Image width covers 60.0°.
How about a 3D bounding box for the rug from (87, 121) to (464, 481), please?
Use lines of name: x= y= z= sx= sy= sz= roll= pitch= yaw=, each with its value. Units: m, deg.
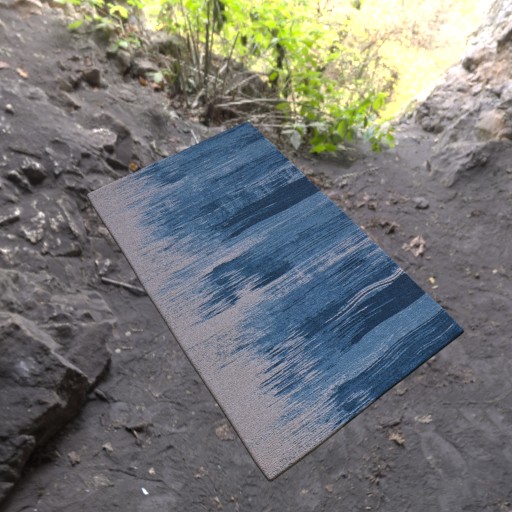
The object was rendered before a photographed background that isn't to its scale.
rug: x=0.000 y=0.000 z=3.113 sx=1.540 sy=0.027 sz=2.450 roll=-30 pitch=61 yaw=-19
